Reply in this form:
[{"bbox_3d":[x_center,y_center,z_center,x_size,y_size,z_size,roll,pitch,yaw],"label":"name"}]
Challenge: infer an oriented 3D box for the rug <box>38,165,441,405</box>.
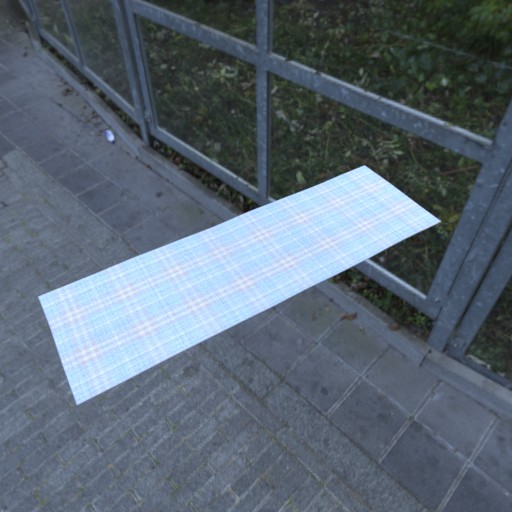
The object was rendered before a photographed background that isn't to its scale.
[{"bbox_3d":[0.000,0.000,2.737,2.439,0.013,0.762,-24,51,-21],"label":"rug"}]
